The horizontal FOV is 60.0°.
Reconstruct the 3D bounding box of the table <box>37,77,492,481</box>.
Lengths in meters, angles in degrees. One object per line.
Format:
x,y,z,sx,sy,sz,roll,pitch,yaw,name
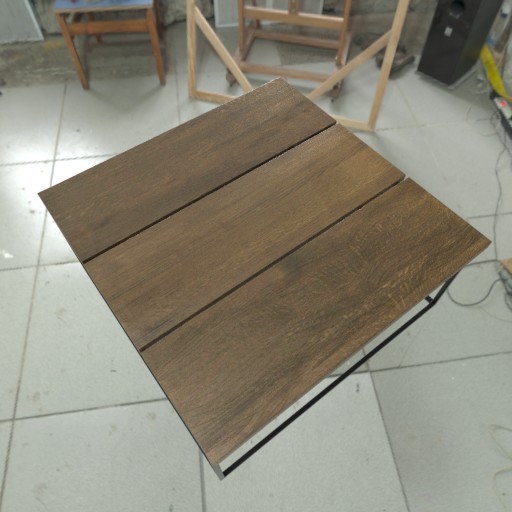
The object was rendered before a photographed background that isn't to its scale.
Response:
0.000,0.000,1.396,0.900,0.400,0.900,-32,62,-19,table
